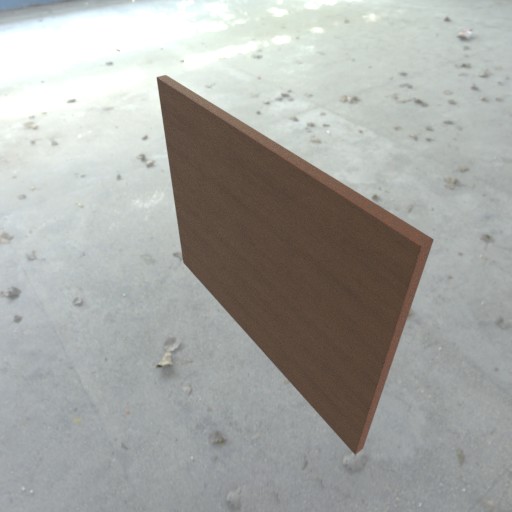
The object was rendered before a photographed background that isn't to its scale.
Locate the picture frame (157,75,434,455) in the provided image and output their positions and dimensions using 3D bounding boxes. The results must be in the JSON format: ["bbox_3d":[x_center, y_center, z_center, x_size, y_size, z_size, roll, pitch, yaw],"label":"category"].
[{"bbox_3d":[0.000,0.000,1.742,0.045,1.018,1.329,-25,47,-26],"label":"picture frame"}]
